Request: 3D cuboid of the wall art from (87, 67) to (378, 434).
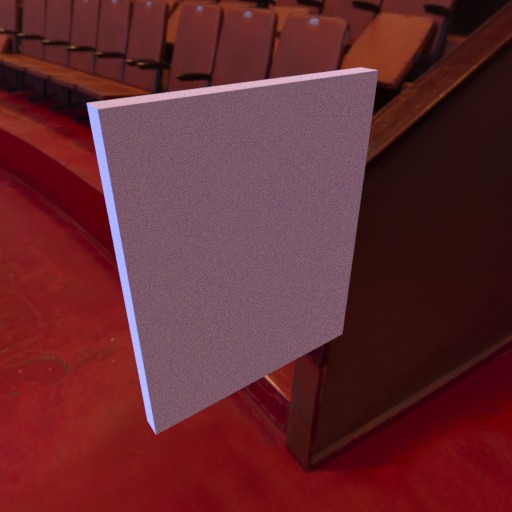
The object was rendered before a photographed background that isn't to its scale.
[{"bbox_3d":[0.000,0.000,0.752,0.451,0.553,0.039,-20,37,-30],"label":"wall art"}]
